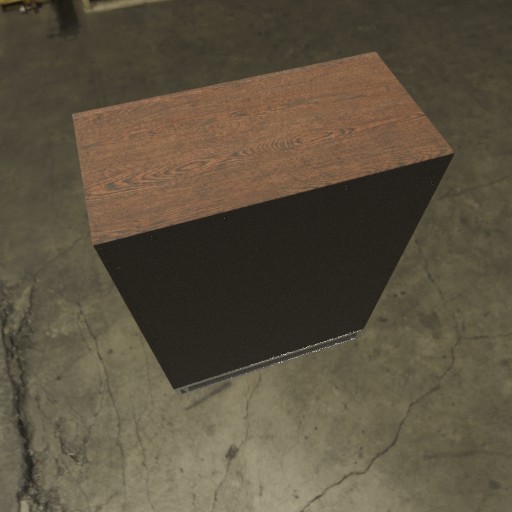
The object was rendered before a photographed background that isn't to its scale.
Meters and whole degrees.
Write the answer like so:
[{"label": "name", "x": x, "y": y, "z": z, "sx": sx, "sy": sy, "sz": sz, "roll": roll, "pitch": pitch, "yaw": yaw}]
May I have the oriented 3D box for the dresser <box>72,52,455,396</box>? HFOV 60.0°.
[{"label": "dresser", "x": 0.000, "y": 0.000, "z": 1.798, "sx": 0.965, "sy": 1.321, "sz": 0.508, "roll": -15, "pitch": 59, "yaw": -10}]
